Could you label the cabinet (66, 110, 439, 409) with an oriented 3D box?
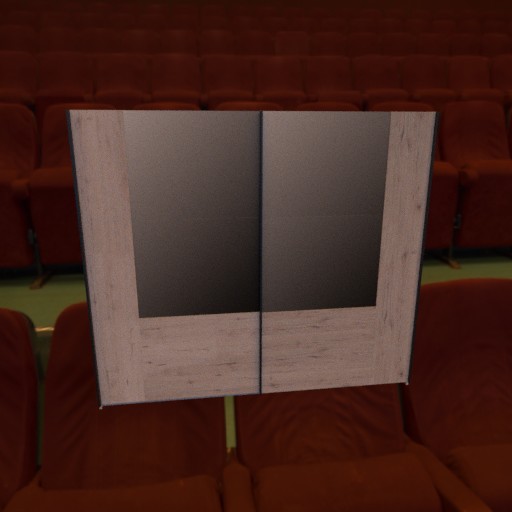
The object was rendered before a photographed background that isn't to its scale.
[{"bbox_3d":[0.000,0.000,3.544,2.500,2.180,0.660,-2,16,-8],"label":"cabinet"}]
